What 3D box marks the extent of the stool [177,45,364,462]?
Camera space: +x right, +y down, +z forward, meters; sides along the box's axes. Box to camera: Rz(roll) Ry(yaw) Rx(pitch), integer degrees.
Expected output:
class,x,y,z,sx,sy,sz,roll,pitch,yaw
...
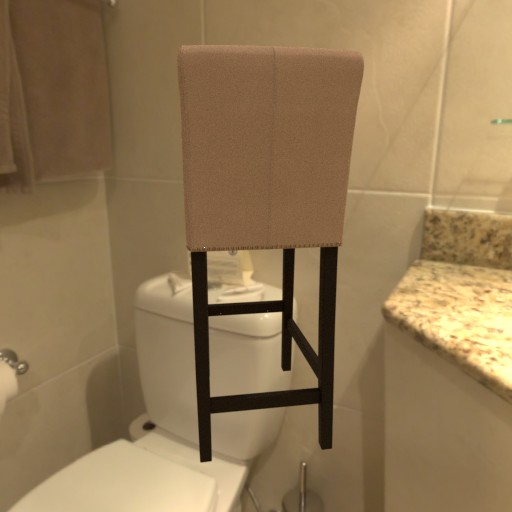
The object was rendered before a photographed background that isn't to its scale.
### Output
class,x,y,z,sx,sy,sz,roll,pitch,yaw
stool,0.000,0.000,1.307,0.411,1.047,0.548,-2,15,-9
